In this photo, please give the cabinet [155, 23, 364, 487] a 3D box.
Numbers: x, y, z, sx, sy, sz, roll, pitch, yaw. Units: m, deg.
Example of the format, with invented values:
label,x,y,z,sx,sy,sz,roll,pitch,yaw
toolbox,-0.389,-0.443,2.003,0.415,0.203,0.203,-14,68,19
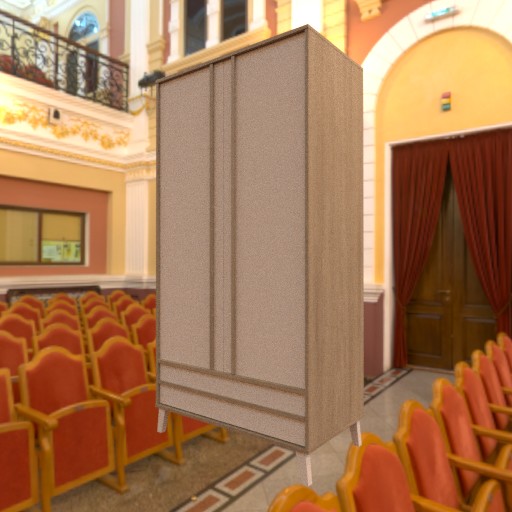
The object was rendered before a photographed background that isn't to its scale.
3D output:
label,x,y,z,sx,sy,sz,roll,pitch,yaw
cabinet,0.000,0.000,2.439,1.006,1.999,0.571,0,0,38
